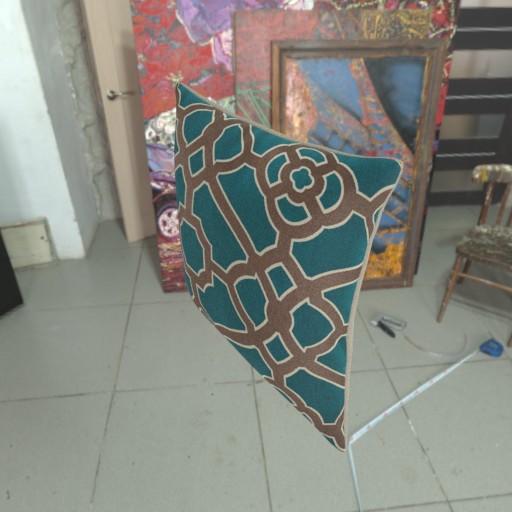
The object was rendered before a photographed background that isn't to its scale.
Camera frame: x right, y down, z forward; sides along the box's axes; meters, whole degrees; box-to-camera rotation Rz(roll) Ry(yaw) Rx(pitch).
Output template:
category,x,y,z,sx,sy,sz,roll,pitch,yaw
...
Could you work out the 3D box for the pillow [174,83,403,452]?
category,x,y,z,sx,sy,sz,roll,pitch,yaw
pillow,0.000,0.000,0.789,0.166,0.507,0.526,-21,38,-30
